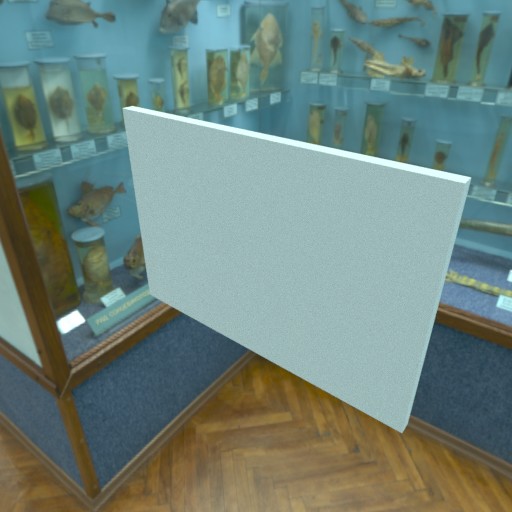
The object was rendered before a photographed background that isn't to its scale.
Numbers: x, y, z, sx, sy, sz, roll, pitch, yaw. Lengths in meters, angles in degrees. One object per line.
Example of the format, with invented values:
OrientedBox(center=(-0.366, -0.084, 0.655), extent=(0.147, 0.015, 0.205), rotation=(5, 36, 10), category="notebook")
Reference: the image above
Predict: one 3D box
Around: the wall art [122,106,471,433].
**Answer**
OrientedBox(center=(0.000, 0.000, 1.648), extent=(1.308, 0.902, 0.051), rotation=(22, 37, 32), category="wall art")
